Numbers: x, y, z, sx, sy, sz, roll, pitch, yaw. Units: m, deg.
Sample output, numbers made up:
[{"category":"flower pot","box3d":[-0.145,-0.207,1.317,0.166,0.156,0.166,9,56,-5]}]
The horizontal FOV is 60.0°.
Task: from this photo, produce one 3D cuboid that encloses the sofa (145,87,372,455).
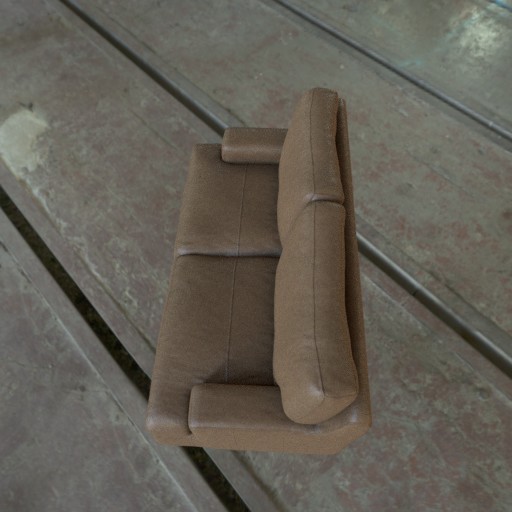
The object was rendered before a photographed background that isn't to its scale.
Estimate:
[{"category":"sofa","box3d":[0.000,0.000,2.394,0.962,0.980,1.855,2,58,2]}]
